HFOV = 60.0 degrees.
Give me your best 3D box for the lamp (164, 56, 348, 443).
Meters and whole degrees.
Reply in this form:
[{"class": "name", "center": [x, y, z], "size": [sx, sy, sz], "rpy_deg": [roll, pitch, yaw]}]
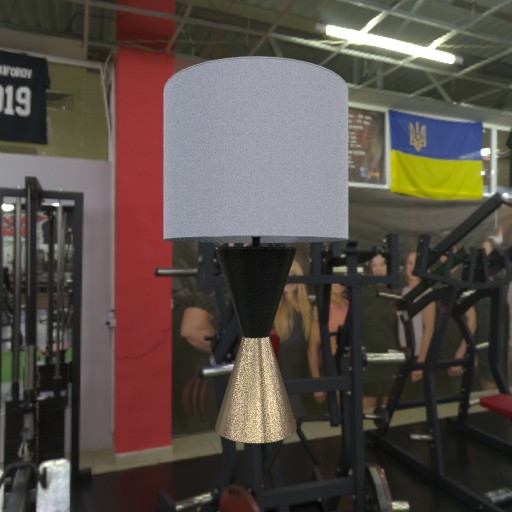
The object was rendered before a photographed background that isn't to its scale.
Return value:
[{"class": "lamp", "center": [0.000, 0.000, 0.745], "size": [0.304, 0.573, 0.304], "rpy_deg": [0, 0, -19]}]
